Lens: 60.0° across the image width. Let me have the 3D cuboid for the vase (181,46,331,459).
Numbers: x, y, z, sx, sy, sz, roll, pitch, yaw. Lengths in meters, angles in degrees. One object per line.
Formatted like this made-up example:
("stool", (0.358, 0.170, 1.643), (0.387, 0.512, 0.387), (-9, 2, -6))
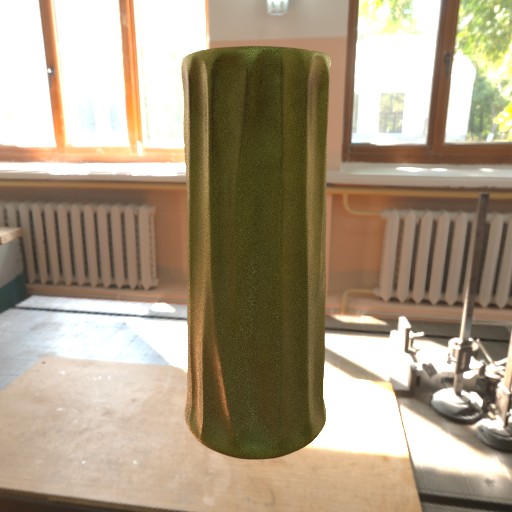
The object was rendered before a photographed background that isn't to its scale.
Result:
("vase", (0.000, 0.000, 0.174), (0.061, 0.143, 0.061), (0, 16, 0))
